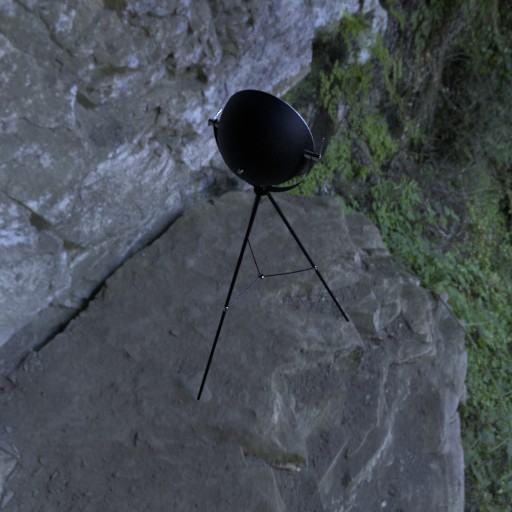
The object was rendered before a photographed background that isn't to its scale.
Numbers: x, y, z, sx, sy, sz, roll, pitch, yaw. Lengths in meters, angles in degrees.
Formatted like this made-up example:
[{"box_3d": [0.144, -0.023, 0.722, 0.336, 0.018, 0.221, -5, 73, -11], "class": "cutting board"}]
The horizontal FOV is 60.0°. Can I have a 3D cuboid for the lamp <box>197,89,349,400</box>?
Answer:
[{"box_3d": [0.000, 0.000, 2.029, 0.817, 1.512, 0.920, 24, 52, 20], "class": "lamp"}]
